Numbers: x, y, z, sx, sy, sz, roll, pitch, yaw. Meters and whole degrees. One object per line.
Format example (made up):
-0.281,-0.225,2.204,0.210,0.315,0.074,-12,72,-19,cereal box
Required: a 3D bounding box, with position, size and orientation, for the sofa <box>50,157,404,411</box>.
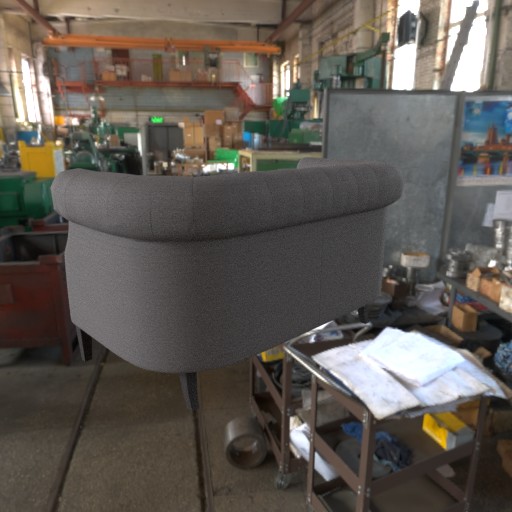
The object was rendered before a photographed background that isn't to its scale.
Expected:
0.000,0.000,2.019,1.558,0.827,0.835,-14,20,-42,sofa
